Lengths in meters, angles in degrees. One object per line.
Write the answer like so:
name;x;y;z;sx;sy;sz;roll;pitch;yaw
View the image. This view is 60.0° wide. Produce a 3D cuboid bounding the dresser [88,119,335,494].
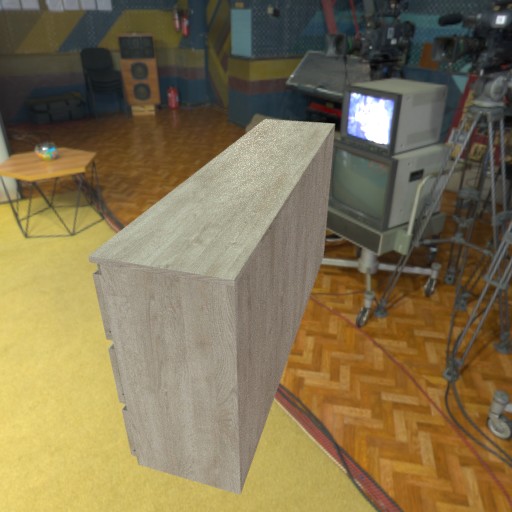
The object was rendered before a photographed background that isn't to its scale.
dresser;0.000;0.000;1.899;0.390;0.795;1.590;8;30;14
